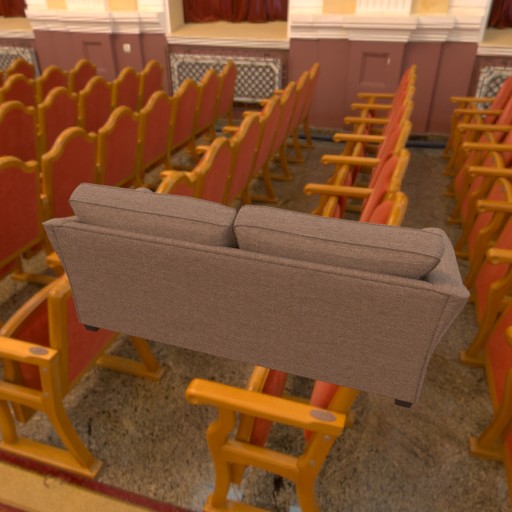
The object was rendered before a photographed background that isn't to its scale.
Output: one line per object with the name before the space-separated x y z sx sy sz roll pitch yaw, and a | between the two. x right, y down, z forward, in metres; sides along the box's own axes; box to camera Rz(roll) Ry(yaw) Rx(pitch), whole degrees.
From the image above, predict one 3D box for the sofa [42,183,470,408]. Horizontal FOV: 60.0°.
sofa | 0.000 0.000 2.730 2.270 0.965 0.980 10 33 15
